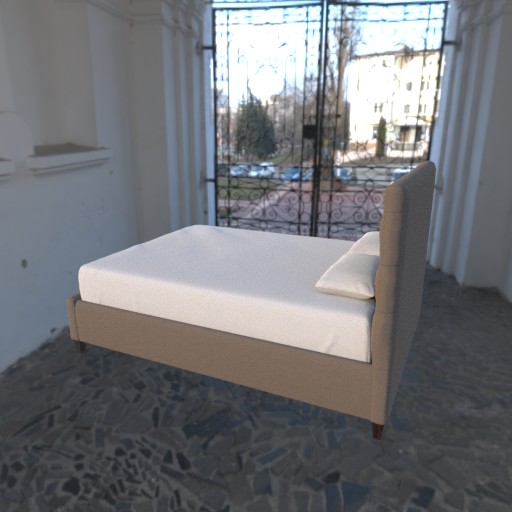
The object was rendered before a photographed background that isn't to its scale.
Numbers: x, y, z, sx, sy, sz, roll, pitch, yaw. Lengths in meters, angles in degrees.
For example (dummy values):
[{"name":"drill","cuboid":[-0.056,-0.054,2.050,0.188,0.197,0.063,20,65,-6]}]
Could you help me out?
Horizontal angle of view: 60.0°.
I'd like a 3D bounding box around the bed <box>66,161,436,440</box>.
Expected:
[{"name":"bed","cuboid":[0.000,0.000,3.476,2.387,1.427,1.698,8,18,24]}]
